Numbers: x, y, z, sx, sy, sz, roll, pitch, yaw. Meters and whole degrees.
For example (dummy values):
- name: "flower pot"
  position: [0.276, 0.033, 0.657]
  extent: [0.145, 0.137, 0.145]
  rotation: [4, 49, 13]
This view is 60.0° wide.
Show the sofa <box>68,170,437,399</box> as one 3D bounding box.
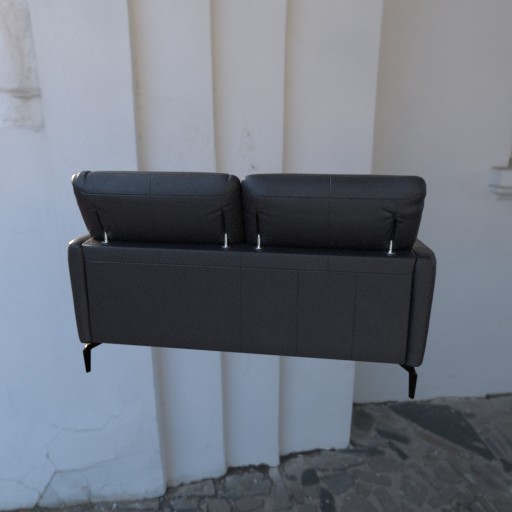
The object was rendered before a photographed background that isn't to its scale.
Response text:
- name: "sofa"
  position: [0.000, 0.000, 2.252]
  extent: [1.596, 0.920, 0.958]
  rotation: [2, 17, 8]
